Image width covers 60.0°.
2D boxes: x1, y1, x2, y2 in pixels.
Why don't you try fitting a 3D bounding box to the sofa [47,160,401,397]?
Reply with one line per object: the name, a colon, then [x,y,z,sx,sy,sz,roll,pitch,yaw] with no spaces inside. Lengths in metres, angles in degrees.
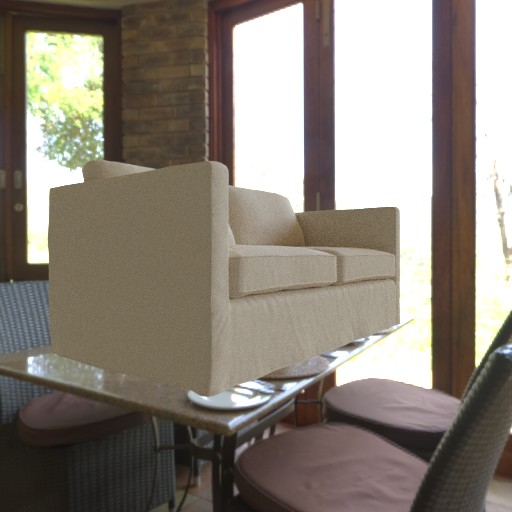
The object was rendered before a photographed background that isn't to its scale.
sofa: [0.000,0.000,2.292,0.962,0.834,1.746,0,0,37]
